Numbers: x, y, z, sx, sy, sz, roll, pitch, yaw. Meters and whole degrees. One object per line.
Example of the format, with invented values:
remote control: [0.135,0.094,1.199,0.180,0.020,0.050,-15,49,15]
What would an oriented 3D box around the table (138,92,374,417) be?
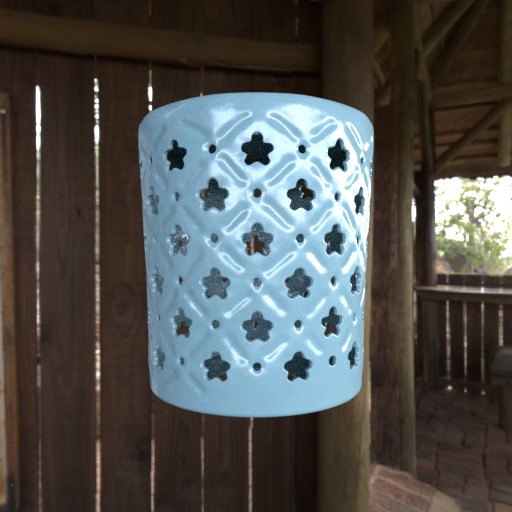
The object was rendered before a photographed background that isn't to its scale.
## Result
table: [0.000,0.000,0.681,0.352,0.387,0.352,0,0,0]
